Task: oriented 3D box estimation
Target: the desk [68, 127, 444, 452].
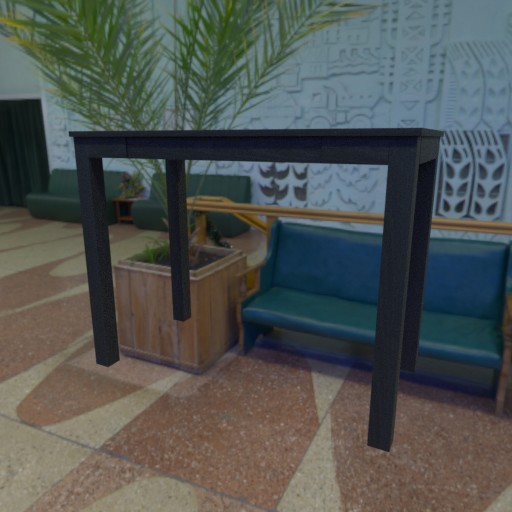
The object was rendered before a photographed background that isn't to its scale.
[{"bbox_3d":[0.000,0.000,1.406,0.991,0.762,0.499,7,17,26],"label":"desk"}]
